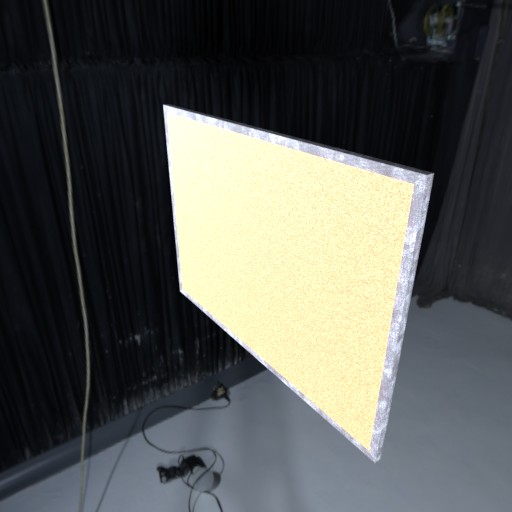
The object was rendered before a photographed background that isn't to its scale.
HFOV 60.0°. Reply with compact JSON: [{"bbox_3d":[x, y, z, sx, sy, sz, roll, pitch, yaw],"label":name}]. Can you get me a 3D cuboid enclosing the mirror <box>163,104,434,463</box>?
[{"bbox_3d":[0.000,0.000,1.409,0.022,0.795,1.101,-19,32,-32],"label":"mirror"}]
